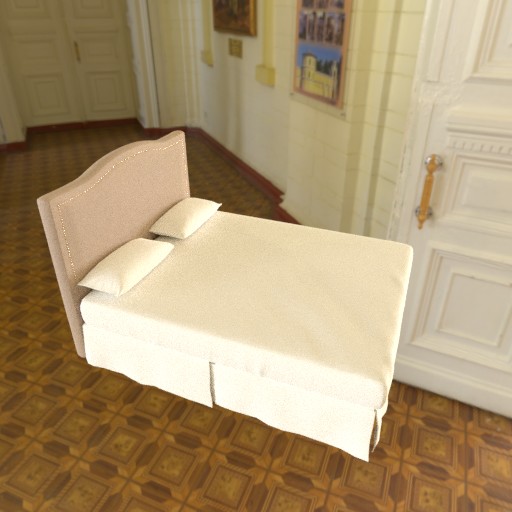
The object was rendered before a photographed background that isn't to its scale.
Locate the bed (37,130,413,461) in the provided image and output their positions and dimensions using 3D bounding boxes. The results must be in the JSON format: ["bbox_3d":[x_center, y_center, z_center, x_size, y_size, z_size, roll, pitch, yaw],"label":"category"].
[{"bbox_3d":[0.000,0.000,3.389,2.282,1.436,1.821,12,33,18],"label":"bed"}]
